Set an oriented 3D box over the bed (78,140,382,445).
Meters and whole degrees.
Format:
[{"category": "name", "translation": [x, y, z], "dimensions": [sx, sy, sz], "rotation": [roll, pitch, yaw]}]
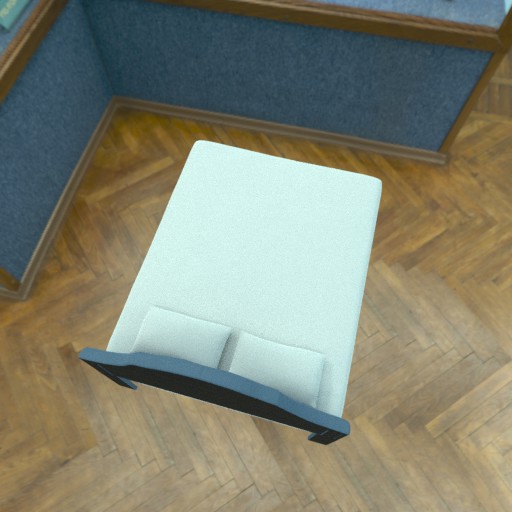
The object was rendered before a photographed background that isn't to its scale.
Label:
[{"category": "bed", "translation": [0.000, 0.000, 3.801], "dimensions": [2.039, 1.617, 2.477], "rotation": [14, 64, 7]}]
